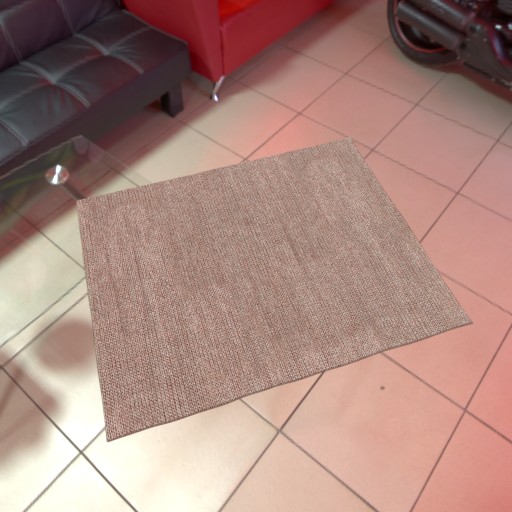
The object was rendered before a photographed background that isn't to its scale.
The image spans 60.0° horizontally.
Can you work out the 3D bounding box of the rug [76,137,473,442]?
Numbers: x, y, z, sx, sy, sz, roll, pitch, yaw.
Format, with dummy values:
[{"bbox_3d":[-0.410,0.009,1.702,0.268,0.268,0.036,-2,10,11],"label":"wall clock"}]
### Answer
[{"bbox_3d":[0.000,0.000,4.097,3.052,0.030,2.429,-15,57,-10],"label":"rug"}]
